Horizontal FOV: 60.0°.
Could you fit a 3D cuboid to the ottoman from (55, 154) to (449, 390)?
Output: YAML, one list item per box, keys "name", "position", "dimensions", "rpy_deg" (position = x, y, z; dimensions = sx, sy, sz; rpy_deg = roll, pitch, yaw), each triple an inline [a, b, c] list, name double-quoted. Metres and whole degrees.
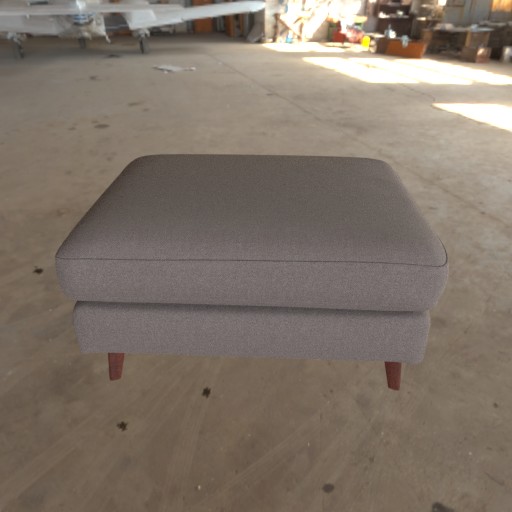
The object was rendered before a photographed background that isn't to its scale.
- name: "ottoman"
  position: [0.000, 0.000, 1.183]
  dimensions: [0.811, 0.449, 0.608]
  rpy_deg: [1, 31, 2]
